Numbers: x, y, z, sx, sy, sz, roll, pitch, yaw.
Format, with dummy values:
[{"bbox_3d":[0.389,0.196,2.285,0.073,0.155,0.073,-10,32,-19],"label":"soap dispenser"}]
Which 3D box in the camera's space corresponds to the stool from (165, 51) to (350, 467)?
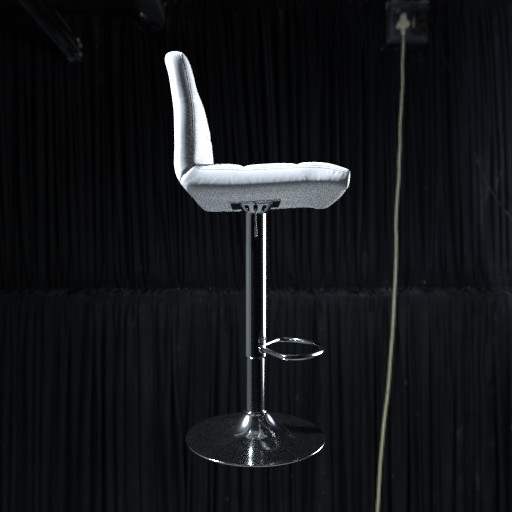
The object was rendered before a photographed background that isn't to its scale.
[{"bbox_3d":[0.000,0.000,1.376,0.505,1.115,0.430,0,-1,0],"label":"stool"}]
